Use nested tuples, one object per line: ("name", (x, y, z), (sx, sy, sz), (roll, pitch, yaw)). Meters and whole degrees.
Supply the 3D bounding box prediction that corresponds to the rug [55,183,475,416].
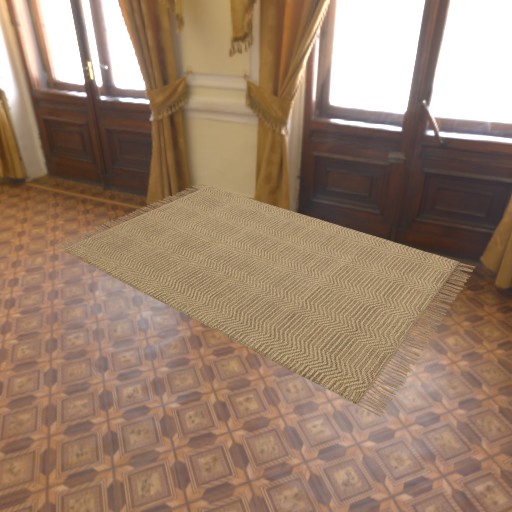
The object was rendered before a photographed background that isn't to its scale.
("rug", (0.000, 0.000, 3.066), (2.523, 0.034, 1.528), (21, 36, 31))
